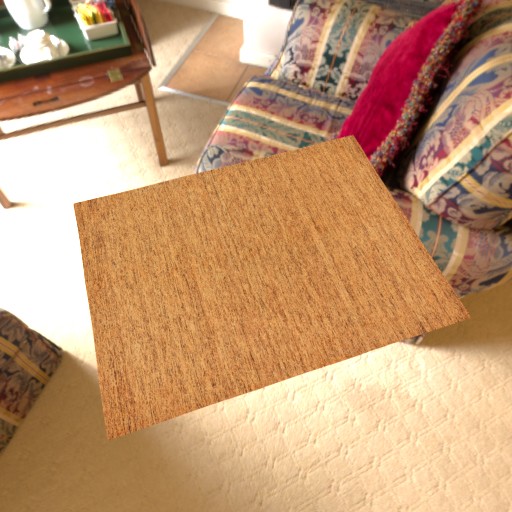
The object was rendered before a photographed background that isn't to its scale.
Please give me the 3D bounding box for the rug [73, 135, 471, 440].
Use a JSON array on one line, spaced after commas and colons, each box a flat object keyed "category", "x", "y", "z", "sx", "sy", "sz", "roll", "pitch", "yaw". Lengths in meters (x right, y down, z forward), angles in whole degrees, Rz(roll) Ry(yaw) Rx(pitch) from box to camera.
[{"category": "rug", "x": 0.000, "y": 0.000, "z": 4.268, "sx": 3.200, "sy": 0.012, "sz": 2.438, "roll": -16, "pitch": 59, "yaw": -10}]
